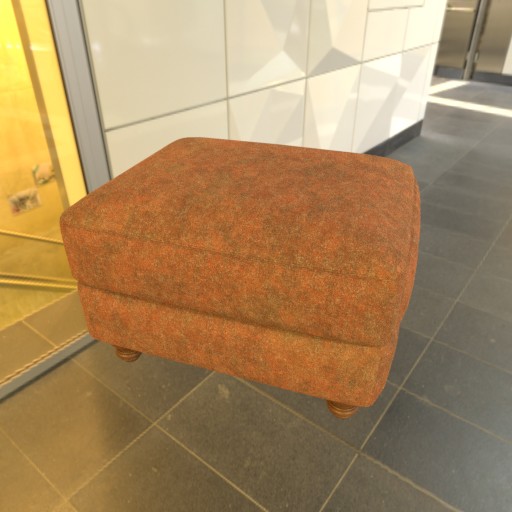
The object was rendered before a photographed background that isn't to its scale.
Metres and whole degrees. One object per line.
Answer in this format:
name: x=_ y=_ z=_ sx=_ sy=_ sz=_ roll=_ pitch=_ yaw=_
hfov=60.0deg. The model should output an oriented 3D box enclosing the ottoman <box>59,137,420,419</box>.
ottoman: x=0.000 y=0.000 z=1.188 sx=0.787 sy=0.508 sz=0.635 roll=10 pitch=33 yaw=16
